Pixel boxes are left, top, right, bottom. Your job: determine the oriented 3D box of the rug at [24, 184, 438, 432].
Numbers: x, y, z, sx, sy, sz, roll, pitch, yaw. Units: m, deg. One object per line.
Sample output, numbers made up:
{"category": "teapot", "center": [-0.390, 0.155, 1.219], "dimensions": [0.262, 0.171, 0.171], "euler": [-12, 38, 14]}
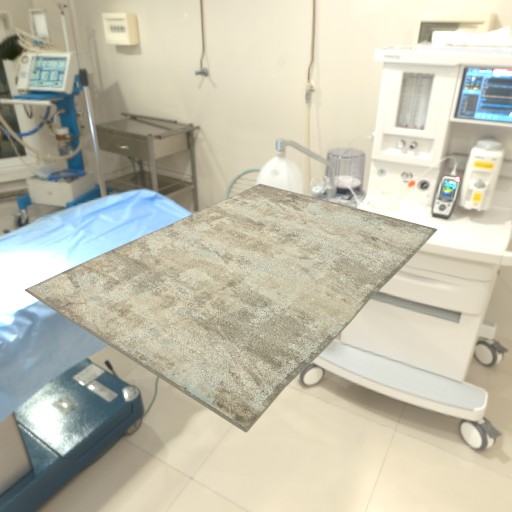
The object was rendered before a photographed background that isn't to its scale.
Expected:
{"category": "rug", "center": [0.000, 0.000, 4.238], "dimensions": [2.393, 0.013, 3.307], "euler": [20, 35, 32]}
